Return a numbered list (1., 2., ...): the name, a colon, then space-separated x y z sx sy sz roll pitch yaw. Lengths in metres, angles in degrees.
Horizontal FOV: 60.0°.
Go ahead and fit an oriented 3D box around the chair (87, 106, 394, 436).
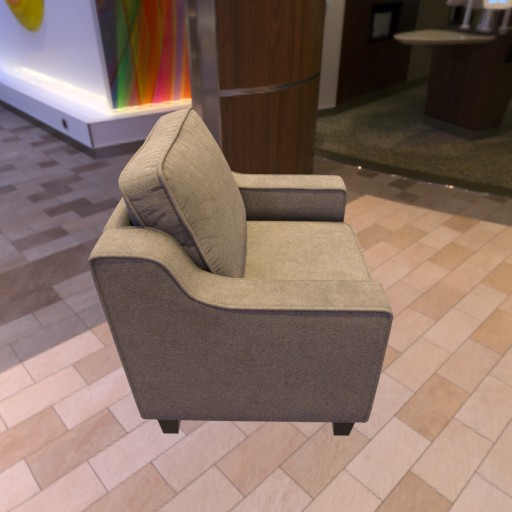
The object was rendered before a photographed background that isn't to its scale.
1. chair: 0.000 0.000 1.640 0.840 0.944 0.926 0 33 1
